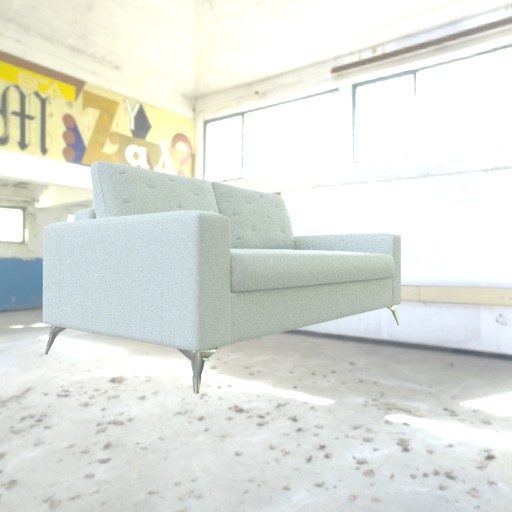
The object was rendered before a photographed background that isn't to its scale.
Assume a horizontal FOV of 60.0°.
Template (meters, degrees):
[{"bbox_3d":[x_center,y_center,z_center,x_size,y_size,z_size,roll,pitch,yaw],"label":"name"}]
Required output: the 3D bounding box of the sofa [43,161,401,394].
[{"bbox_3d":[0.000,0.000,2.151,0.920,0.790,1.650,0,0,38],"label":"sofa"}]
